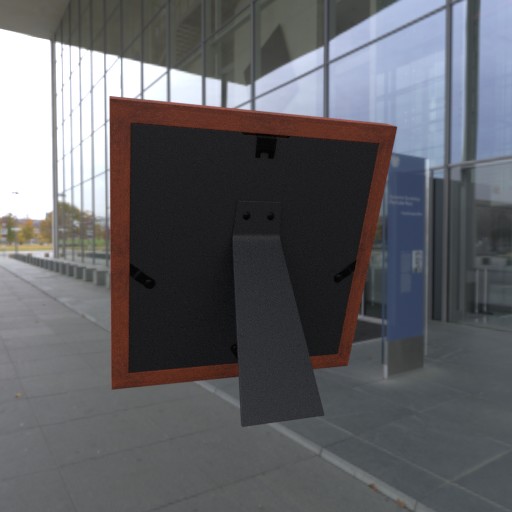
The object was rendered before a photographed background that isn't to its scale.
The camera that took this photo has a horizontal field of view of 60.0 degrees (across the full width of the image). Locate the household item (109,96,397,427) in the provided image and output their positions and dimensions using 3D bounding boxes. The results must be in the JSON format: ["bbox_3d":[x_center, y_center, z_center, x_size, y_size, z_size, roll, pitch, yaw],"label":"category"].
[{"bbox_3d":[0.000,0.000,0.385,0.240,0.240,0.131,-1,2,-19],"label":"household item"}]
